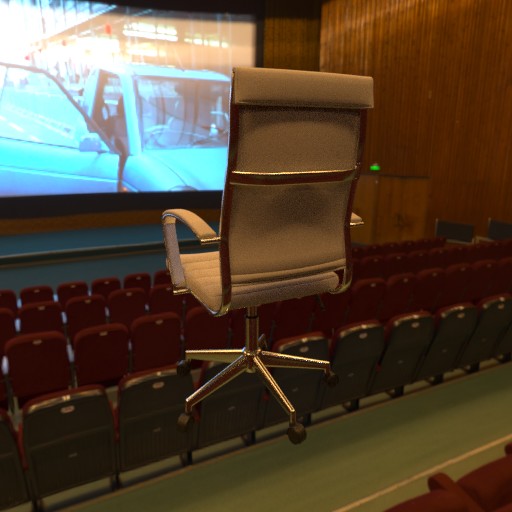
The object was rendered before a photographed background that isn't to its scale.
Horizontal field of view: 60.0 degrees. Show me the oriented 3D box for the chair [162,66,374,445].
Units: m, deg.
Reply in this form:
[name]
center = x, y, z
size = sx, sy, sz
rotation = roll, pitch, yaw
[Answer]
[chair]
center = 0.000, 0.000, 1.577
size = 0.679, 1.149, 0.667
rotation = -8, 17, -26
